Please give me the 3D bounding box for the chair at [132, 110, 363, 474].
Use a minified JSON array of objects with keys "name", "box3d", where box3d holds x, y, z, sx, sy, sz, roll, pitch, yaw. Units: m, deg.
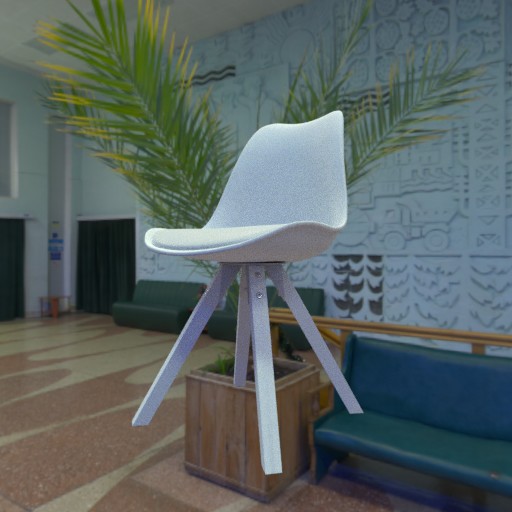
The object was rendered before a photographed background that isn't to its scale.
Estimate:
[{"name":"chair","box3d":[0.000,0.000,1.175,0.485,0.850,0.550,0,1,36]}]
